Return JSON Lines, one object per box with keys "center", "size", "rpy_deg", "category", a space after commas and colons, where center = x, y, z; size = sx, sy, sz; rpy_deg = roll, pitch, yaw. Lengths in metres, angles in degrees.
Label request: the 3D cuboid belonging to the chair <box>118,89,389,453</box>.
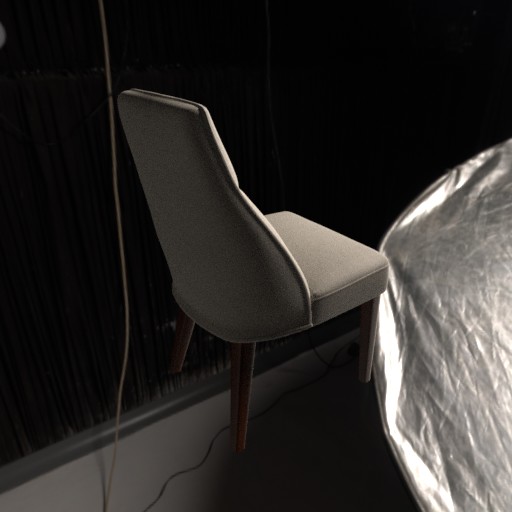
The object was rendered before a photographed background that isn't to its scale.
{"center": [0.000, 0.000, 1.292], "size": [0.620, 0.930, 0.500], "rpy_deg": [-17, 31, -31], "category": "chair"}
